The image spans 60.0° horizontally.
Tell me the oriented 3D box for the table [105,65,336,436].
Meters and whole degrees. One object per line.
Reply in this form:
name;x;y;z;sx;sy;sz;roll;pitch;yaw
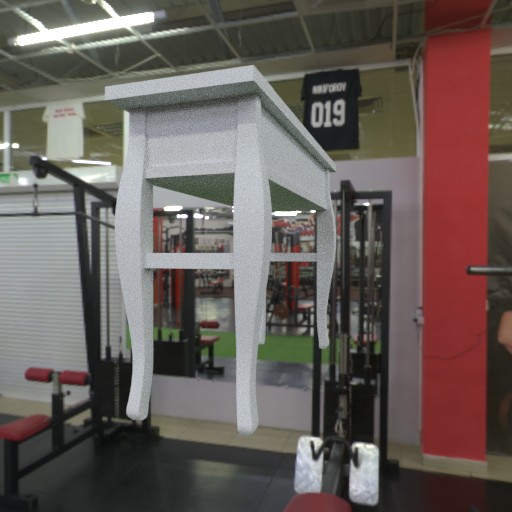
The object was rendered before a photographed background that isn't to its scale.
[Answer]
table;0.000;0.000;1.444;0.373;0.768;1.062;0;0;19
